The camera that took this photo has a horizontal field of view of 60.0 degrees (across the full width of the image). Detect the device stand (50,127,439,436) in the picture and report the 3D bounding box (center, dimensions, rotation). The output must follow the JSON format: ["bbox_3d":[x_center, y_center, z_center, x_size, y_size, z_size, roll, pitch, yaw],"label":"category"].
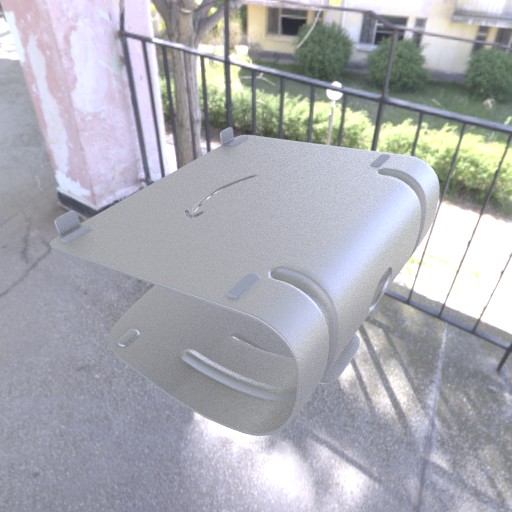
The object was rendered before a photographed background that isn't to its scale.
[{"bbox_3d":[0.000,0.000,0.406,0.236,0.155,0.256,25,46,27],"label":"device stand"}]
